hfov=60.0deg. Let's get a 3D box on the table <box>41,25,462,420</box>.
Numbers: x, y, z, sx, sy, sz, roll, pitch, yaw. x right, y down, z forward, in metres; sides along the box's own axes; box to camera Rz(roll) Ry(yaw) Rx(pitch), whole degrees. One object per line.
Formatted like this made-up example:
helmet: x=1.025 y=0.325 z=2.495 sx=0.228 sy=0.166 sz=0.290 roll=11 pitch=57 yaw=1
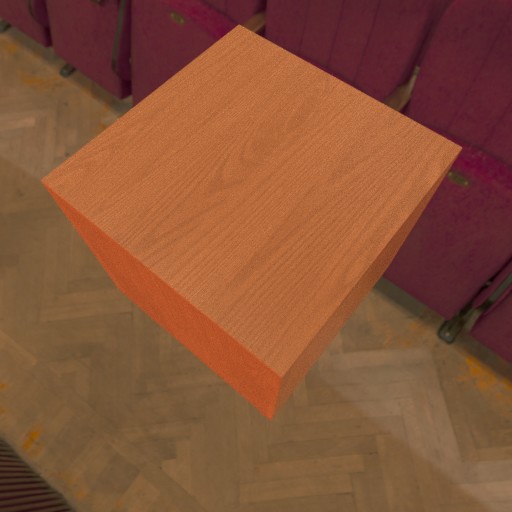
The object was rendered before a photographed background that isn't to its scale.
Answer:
table: x=0.000 y=0.000 z=0.836 sx=0.400 sy=0.550 sz=0.400 roll=36 pitch=69 yaw=17
